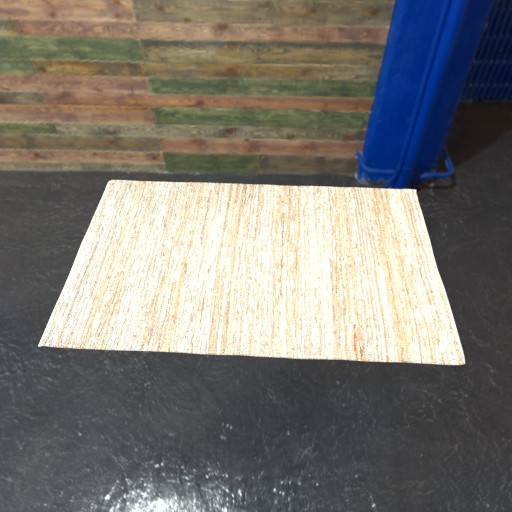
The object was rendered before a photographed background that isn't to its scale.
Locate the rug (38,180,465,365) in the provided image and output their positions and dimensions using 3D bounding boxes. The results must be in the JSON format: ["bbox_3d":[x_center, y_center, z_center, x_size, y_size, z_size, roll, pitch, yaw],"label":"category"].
[{"bbox_3d":[0.000,0.000,3.018,2.446,0.009,1.529,2,48,2],"label":"rug"}]
